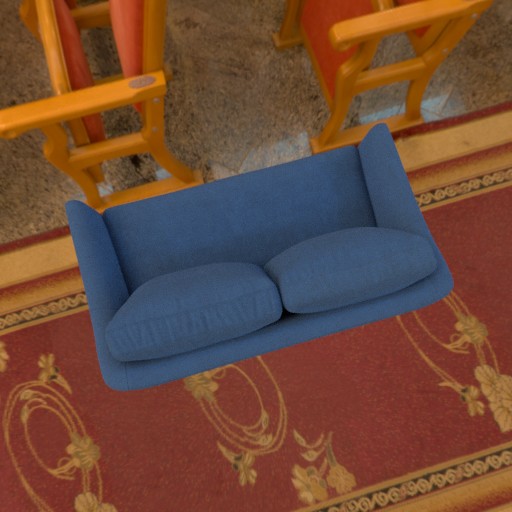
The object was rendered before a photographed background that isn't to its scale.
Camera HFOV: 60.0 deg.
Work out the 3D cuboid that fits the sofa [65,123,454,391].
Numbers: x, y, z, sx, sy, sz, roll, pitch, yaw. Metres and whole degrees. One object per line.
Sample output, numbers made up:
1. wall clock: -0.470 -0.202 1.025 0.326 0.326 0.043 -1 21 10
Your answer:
1. sofa: 0.000 0.000 2.161 1.619 0.902 0.960 -15 74 -4
